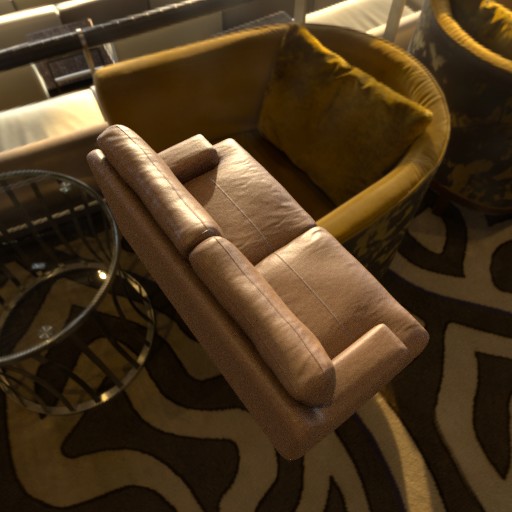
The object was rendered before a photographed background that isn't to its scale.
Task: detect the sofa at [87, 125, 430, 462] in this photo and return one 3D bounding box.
[{"bbox_3d":[0.000,0.000,2.449,0.962,0.980,1.855,-33,64,-18],"label":"sofa"}]
